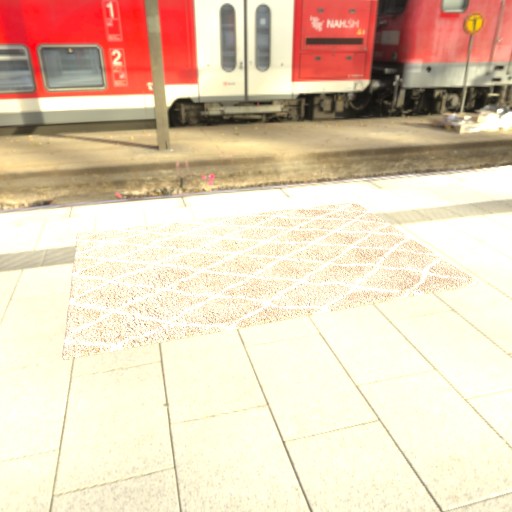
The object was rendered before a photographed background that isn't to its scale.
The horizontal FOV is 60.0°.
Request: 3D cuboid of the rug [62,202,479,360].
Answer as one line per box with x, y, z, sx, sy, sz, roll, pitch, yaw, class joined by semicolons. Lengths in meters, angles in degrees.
0.000;0.000;3.505;2.743;0.030;1.778;-8;27;-16;rug
